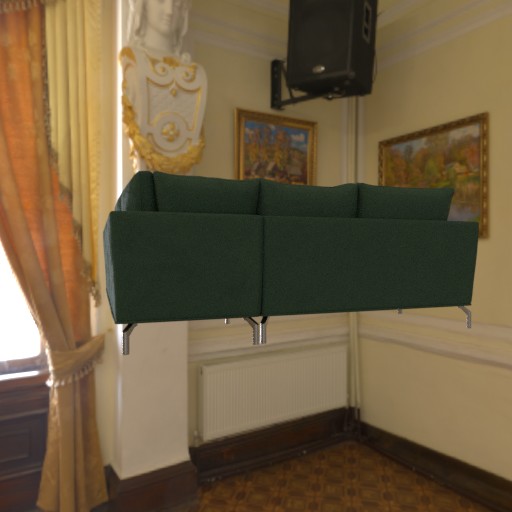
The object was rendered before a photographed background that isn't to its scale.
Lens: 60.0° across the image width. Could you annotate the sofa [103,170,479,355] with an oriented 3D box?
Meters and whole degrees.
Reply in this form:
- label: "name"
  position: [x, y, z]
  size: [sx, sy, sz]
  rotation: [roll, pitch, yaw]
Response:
- label: "sofa"
  position: [0.000, 0.000, 3.825]
  size: [2.468, 1.004, 2.452]
  rotation: [0, 1, -20]
